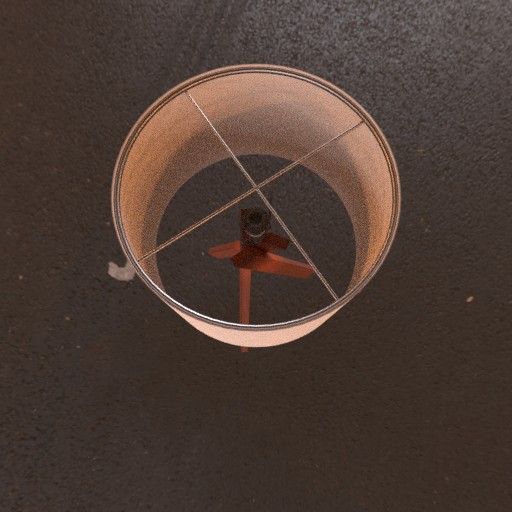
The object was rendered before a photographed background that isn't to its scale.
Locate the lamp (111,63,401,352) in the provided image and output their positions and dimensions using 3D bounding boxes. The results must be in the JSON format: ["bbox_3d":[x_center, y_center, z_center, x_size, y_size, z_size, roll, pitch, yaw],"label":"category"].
[{"bbox_3d":[0.000,0.000,0.912,0.380,0.686,0.380,-33,77,-9],"label":"lamp"}]
